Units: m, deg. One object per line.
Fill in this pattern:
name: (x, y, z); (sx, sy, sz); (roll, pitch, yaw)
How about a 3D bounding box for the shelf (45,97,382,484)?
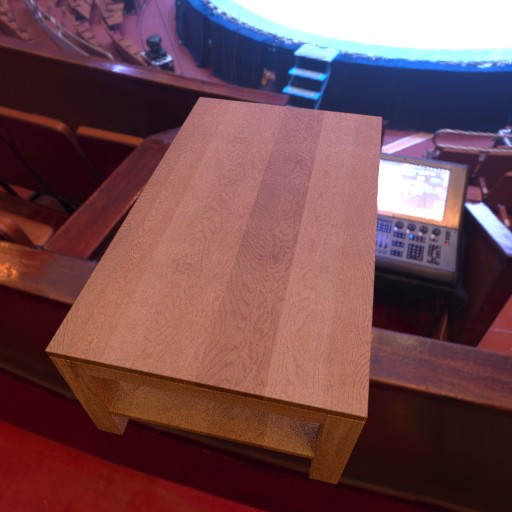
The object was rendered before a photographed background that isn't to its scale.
shelf: (0.000, 0.000, 1.469); (0.700, 0.450, 1.150); (9, 48, 8)
